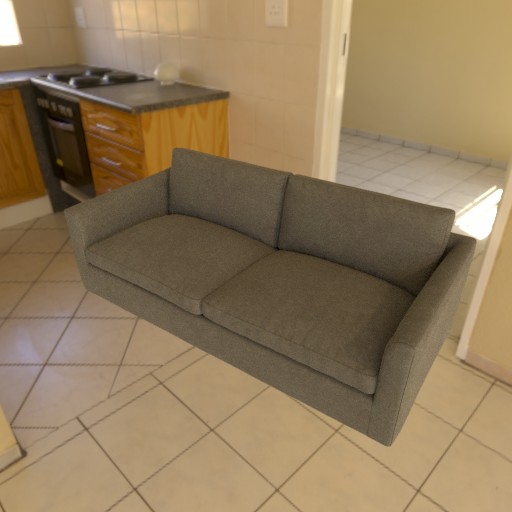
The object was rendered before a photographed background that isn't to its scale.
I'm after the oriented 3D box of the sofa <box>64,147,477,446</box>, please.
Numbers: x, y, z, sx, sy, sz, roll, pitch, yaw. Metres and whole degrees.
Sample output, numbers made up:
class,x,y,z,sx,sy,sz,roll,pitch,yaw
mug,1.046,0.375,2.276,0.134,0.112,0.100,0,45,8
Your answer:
class,x,y,z,sx,sy,sz,roll,pitch,yaw
sofa,0.000,0.000,2.727,2.257,0.838,1.092,20,35,30
